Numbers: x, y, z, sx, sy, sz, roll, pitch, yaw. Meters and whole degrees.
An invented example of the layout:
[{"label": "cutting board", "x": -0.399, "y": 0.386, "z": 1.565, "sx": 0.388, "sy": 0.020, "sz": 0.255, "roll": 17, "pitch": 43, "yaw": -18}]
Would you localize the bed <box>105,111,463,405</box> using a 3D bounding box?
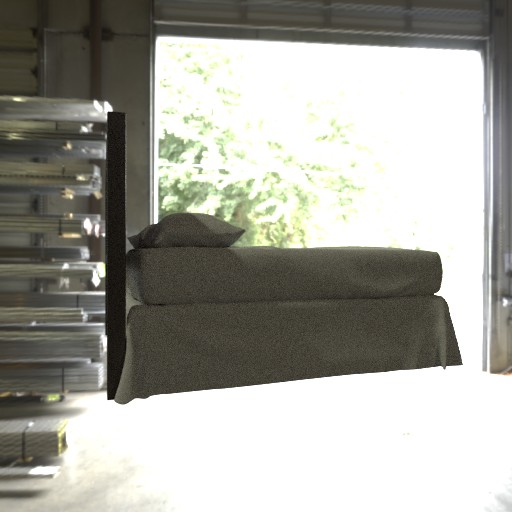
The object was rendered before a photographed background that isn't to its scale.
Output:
[{"label": "bed", "x": 0.000, "y": 0.000, "z": 2.783, "sx": 1.785, "sy": 1.142, "sz": 1.772, "roll": 0, "pitch": 0, "yaw": -19}]
